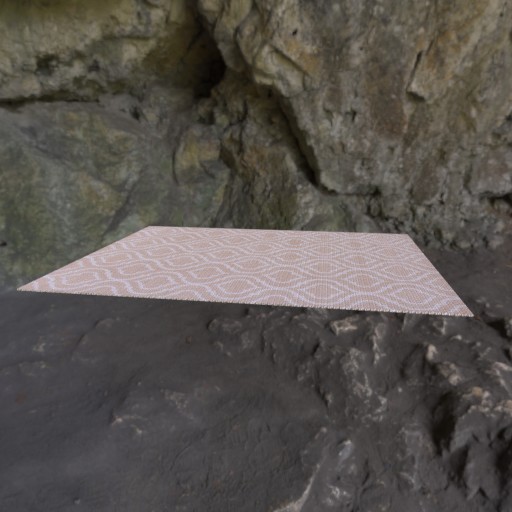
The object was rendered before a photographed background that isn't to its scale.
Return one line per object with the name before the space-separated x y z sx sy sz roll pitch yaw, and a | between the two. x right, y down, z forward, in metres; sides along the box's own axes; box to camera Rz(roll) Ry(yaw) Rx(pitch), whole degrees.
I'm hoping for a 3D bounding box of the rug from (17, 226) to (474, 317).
rug | 0.000 0.000 3.850 2.894 0.013 2.286 2 15 9
